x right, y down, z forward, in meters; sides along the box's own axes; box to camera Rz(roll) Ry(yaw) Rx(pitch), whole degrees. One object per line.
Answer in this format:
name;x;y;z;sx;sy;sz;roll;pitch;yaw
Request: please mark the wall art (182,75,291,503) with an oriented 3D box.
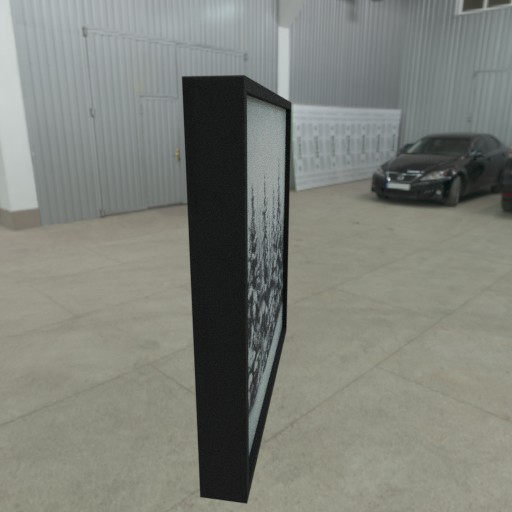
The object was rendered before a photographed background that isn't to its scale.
wall art;0.000;0.000;0.444;0.037;0.305;0.305;3;16;9
